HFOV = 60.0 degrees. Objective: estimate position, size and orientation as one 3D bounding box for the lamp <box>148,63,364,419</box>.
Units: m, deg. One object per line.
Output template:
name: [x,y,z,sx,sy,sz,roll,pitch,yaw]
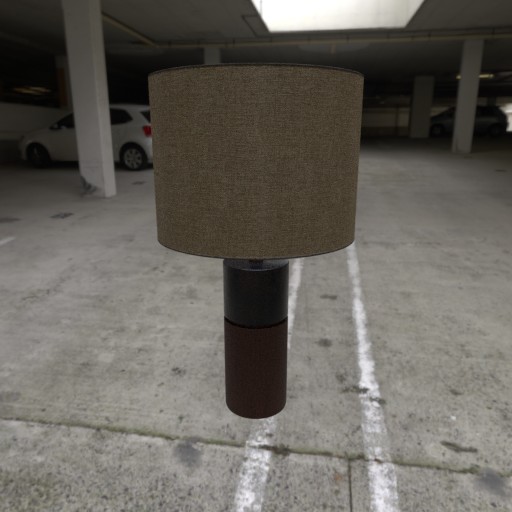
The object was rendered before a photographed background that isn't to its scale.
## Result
lamp: [0.000,0.000,0.470,0.202,0.350,0.202,0,15,0]
